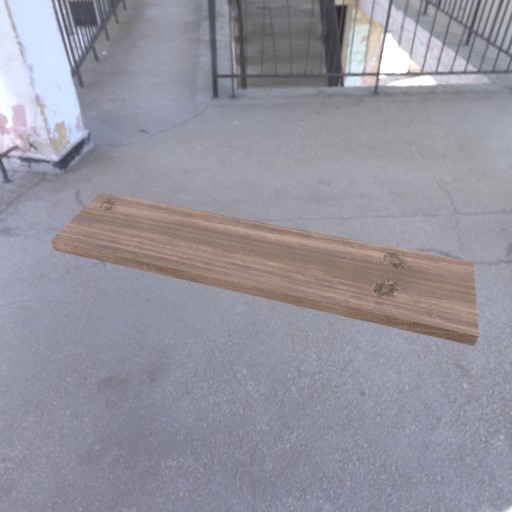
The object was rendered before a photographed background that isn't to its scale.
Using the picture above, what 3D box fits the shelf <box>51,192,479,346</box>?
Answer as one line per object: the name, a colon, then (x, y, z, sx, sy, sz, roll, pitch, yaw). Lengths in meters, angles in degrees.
shelf: (0.000, 0.000, 0.660, 0.610, 0.020, 0.140, 12, 43, 13)
